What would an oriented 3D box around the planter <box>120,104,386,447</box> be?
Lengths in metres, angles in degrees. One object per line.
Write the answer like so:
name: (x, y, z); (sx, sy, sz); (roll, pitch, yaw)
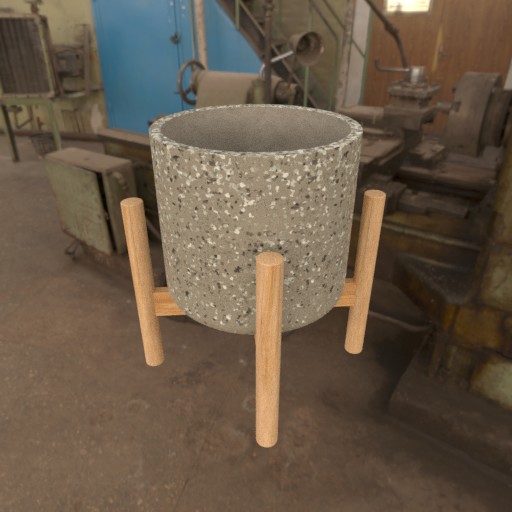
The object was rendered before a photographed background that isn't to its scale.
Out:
planter: (0.000, 0.000, 0.549); (0.284, 0.320, 0.284); (9, 31, 15)
